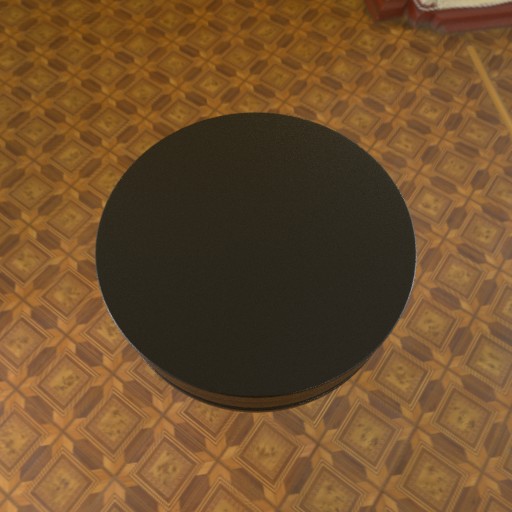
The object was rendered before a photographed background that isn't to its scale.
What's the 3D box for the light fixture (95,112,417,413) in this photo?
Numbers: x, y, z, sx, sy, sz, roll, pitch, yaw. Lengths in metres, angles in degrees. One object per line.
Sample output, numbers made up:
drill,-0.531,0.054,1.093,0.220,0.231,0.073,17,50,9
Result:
light fixture,0.000,0.000,0.432,0.283,0.097,0.283,0,64,0
